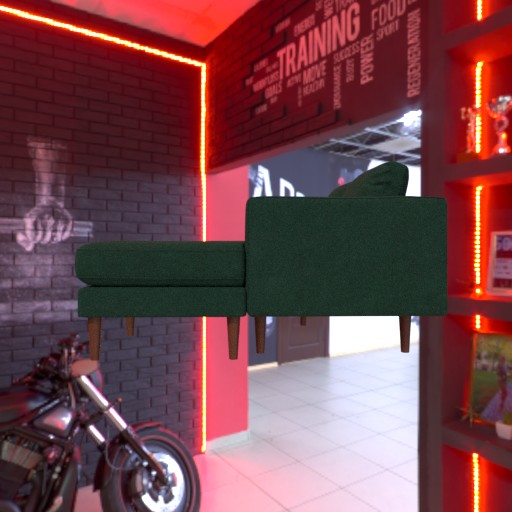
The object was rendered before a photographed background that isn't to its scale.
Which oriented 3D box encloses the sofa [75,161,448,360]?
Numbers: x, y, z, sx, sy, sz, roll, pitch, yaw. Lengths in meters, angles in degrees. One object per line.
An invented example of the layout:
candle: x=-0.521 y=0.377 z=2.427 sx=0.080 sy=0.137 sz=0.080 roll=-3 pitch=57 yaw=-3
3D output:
sofa: x=0.000 y=0.000 z=2.852 sx=1.580 sy=0.899 sz=2.030 roll=0 pitch=0 yaw=-1
